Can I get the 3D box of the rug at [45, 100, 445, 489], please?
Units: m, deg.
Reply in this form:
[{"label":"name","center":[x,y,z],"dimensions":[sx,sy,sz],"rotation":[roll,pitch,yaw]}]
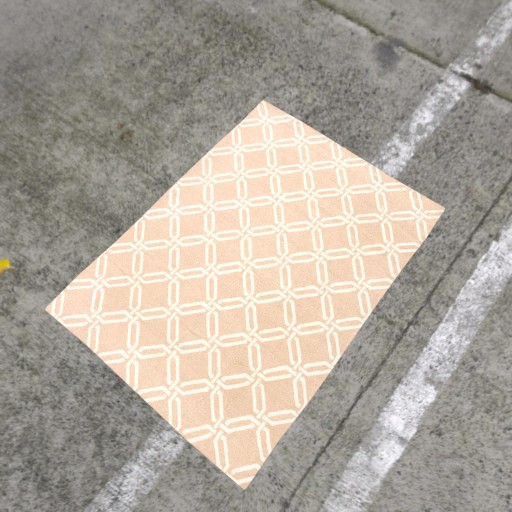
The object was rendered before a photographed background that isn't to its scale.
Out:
[{"label":"rug","center":[0.000,0.000,4.403],"dimensions":[2.452,0.020,3.365],"rotation":[36,70,15]}]
